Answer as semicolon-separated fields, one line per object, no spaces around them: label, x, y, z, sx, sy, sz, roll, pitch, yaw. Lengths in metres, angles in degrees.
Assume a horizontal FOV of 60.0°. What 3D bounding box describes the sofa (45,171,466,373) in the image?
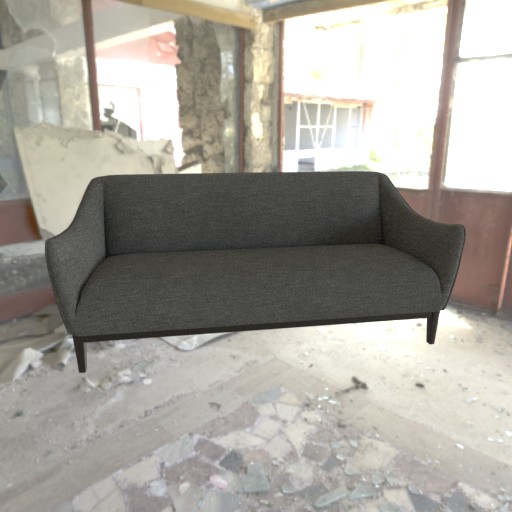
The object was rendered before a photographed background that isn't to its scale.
sofa;0.000;0.000;2.407;1.928;0.829;0.867;-3;16;-9
